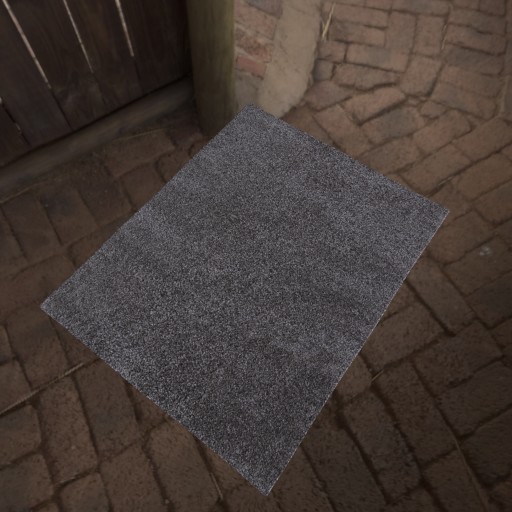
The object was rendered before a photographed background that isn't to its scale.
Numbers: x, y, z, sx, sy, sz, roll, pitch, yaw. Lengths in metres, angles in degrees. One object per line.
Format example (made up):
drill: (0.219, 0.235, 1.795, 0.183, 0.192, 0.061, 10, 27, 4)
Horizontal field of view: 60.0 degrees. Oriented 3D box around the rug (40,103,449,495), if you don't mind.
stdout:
rug: (0.000, 0.000, 4.024, 2.401, 0.025, 3.000, 33, 67, 16)
